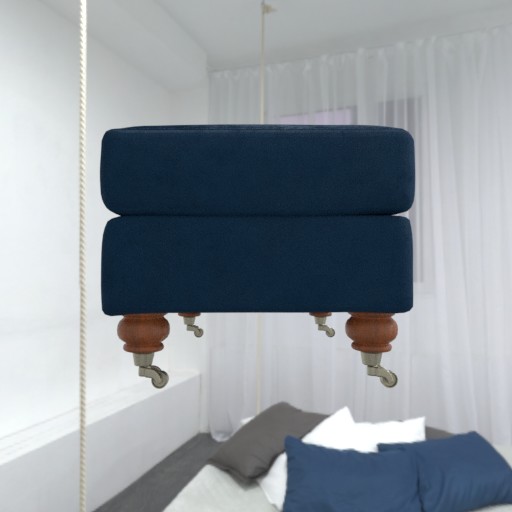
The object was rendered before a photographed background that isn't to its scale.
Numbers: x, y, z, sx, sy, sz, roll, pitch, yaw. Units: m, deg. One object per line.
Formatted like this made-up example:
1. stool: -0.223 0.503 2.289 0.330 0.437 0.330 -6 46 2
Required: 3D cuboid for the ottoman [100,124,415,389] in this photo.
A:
1. ottoman: 0.000 0.000 1.132 0.572 0.503 0.773 0 -2 -1
